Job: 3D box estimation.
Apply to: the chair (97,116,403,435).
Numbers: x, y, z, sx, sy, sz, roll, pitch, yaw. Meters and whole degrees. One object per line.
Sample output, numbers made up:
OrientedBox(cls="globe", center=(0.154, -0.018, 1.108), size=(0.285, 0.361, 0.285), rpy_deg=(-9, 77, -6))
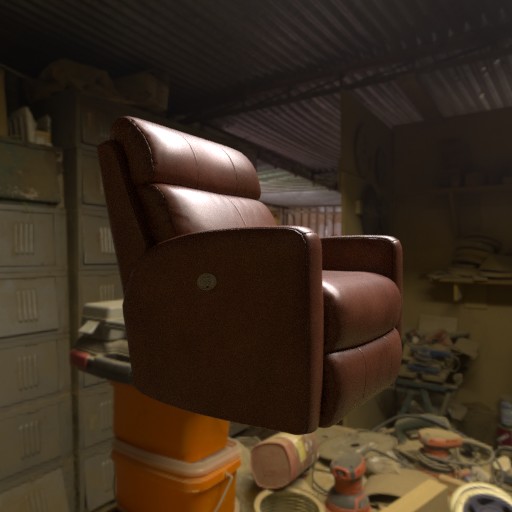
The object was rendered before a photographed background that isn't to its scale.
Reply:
OrientedBox(cls="chair", center=(0.000, 0.000, 1.640), size=(0.939, 1.016, 0.787), rpy_deg=(0, 0, 35))
